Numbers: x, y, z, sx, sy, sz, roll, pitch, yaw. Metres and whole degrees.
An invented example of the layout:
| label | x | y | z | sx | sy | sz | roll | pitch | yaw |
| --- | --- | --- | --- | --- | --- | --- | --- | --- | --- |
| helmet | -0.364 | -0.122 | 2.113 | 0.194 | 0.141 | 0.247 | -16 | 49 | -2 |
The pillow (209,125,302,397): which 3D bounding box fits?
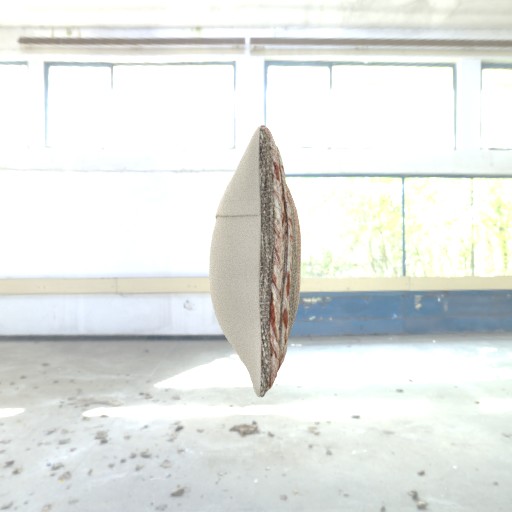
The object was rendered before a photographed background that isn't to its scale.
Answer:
| label | x | y | z | sx | sy | sz | roll | pitch | yaw |
| --- | --- | --- | --- | --- | --- | --- | --- | --- | --- |
| pillow | 0.000 | 0.000 | 0.756 | 0.139 | 0.282 | 0.635 | 0 | 1 | 0 |
